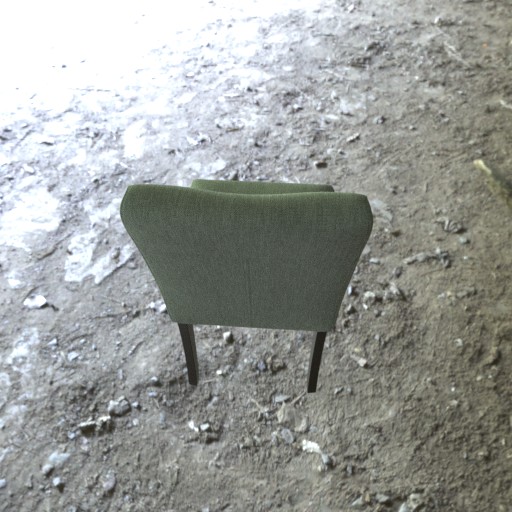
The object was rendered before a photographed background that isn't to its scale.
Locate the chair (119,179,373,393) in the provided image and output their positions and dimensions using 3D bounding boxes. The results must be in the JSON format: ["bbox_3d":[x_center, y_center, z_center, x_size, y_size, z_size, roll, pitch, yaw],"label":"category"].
[{"bbox_3d":[0.000,0.000,1.268,0.487,0.884,0.629,3,47,3],"label":"chair"}]
